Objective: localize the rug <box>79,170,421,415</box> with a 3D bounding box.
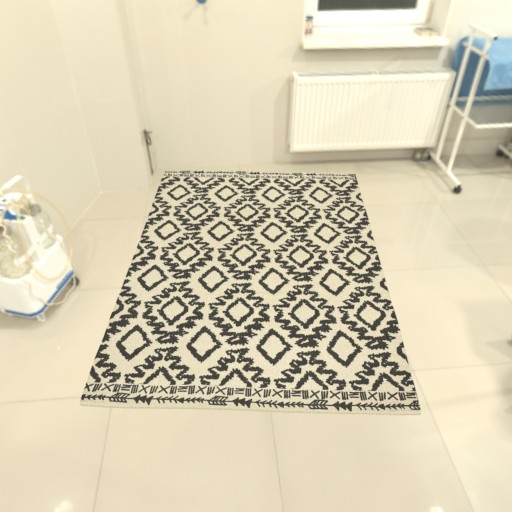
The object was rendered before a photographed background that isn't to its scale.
[{"bbox_3d":[0.000,0.000,4.394,2.444,0.036,3.369,1,40,1],"label":"rug"}]
